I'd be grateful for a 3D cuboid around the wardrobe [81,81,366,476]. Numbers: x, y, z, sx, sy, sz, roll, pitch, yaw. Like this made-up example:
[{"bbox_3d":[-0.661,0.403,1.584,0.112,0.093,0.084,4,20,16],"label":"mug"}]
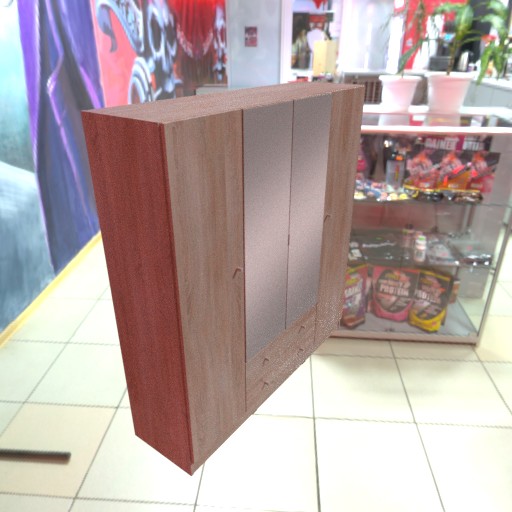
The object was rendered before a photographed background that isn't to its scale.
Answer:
[{"bbox_3d":[0.000,0.000,3.149,0.598,2.159,1.998,18,32,33],"label":"wardrobe"}]
